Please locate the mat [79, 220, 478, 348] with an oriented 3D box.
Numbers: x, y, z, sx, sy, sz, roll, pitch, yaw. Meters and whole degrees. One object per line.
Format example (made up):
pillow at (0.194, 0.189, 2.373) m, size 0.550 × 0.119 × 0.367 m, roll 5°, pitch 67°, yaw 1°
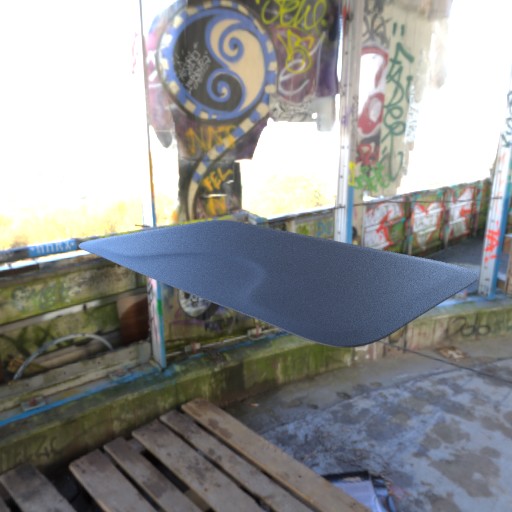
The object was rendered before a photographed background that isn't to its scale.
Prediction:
mat at (0.000, 0.000, 1.829) m, size 0.918 × 0.013 × 1.524 m, roll -15°, pitch 21°, yaw -43°
